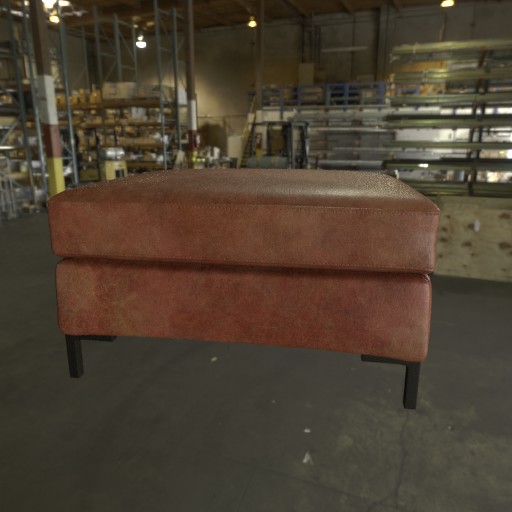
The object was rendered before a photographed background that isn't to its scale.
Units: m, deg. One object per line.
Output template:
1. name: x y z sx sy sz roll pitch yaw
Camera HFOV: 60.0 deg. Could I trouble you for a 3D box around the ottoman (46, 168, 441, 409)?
1. ottoman: 0.000 0.000 1.784 1.186 0.667 0.965 2 15 9
